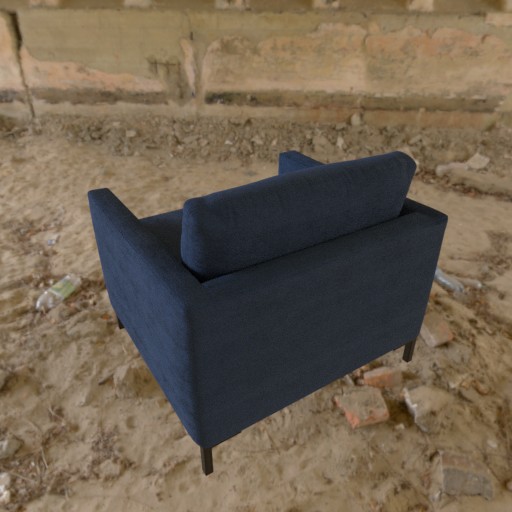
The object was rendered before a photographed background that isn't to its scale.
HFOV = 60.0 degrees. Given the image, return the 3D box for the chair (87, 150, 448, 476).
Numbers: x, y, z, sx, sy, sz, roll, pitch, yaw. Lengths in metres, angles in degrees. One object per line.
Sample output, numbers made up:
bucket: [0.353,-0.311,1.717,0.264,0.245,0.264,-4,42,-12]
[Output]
chair: [0.000,0.000,1.627,0.964,0.812,0.875,-18,35,-28]
